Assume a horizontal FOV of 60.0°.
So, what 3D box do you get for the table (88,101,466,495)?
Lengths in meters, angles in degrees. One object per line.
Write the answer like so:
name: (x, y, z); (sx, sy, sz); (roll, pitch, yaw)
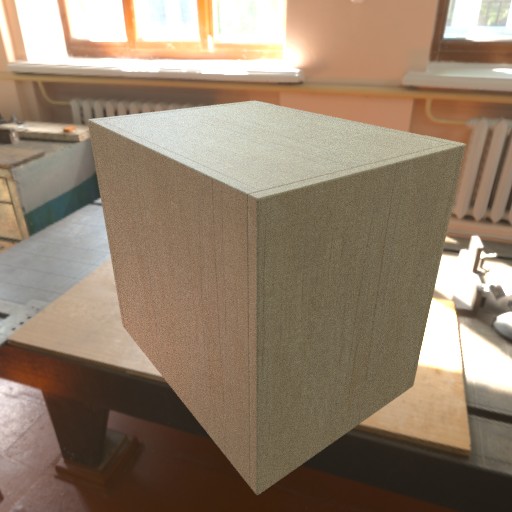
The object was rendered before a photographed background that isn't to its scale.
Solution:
table: (0.000, 0.000, 0.914); (0.420, 0.510, 0.570); (-19, 33, -32)
